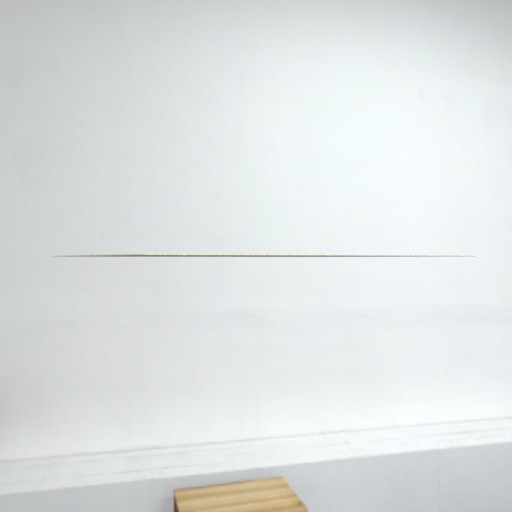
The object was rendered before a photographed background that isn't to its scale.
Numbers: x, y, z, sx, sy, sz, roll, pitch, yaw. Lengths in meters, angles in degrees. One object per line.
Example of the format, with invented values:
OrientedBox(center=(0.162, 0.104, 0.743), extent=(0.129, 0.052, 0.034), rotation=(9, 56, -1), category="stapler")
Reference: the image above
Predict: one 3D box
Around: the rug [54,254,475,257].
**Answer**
OrientedBox(center=(0.000, 0.000, 3.950), extent=(2.977, 0.008, 2.380), rotation=(0, 0, -35), category="rug")
